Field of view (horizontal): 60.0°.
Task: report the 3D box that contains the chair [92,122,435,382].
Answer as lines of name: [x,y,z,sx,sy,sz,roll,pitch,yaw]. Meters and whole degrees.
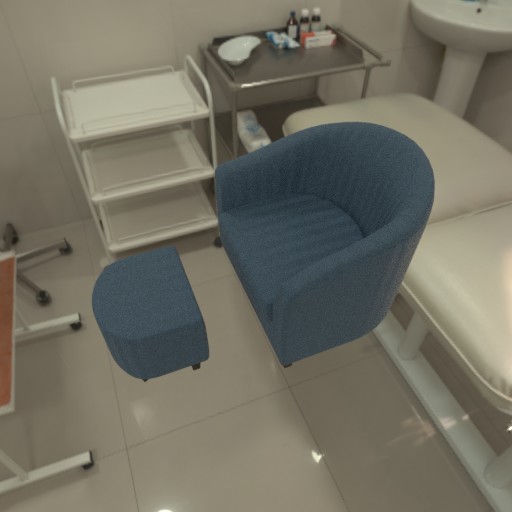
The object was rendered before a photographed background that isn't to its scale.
chair: [0.000,0.000,1.760,1.288,0.757,0.756,-16,49,-15]
